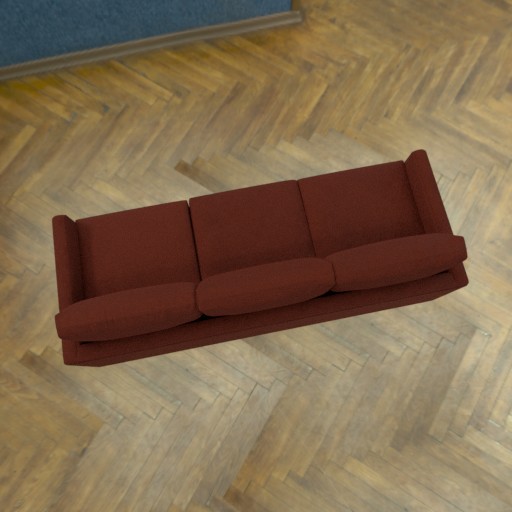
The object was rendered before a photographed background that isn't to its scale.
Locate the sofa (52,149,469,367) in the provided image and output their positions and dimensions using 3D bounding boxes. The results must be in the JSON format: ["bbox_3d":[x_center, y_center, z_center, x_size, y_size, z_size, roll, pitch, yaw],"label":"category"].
[{"bbox_3d":[0.000,0.000,2.653,2.252,0.879,0.875,-11,75,-3],"label":"sofa"}]
